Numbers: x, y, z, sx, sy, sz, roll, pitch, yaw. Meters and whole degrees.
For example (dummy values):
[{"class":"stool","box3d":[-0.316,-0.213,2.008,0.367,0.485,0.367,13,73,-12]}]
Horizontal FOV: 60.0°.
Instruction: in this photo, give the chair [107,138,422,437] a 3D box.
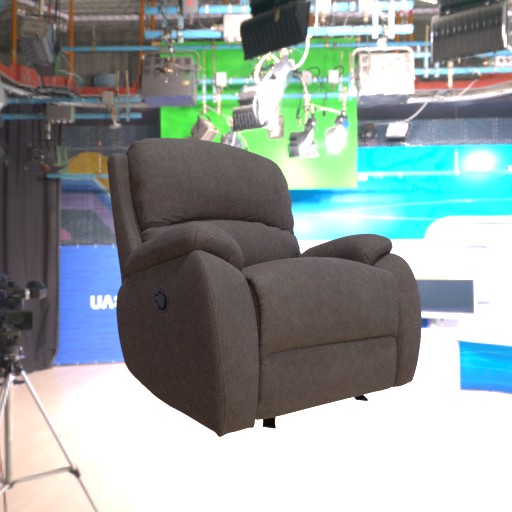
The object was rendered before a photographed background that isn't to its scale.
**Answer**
[{"class":"chair","box3d":[0.000,0.000,1.711,0.930,1.011,0.899,0,-1,-37]}]
